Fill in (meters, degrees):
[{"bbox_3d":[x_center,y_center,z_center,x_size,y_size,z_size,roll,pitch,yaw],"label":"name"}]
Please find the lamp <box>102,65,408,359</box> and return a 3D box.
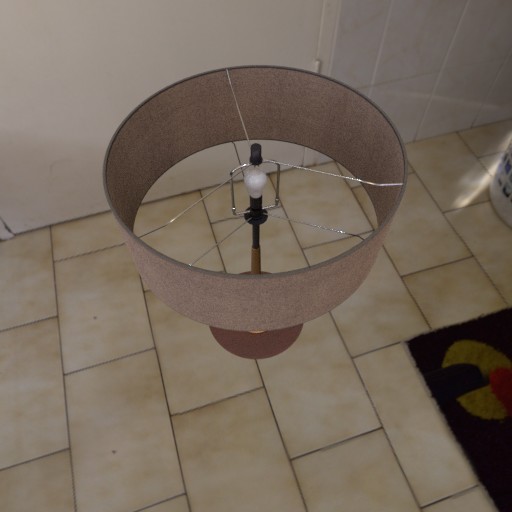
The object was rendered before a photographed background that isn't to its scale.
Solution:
[{"bbox_3d":[0.000,0.000,0.835,0.417,0.551,0.396,-13,58,-8],"label":"lamp"}]
